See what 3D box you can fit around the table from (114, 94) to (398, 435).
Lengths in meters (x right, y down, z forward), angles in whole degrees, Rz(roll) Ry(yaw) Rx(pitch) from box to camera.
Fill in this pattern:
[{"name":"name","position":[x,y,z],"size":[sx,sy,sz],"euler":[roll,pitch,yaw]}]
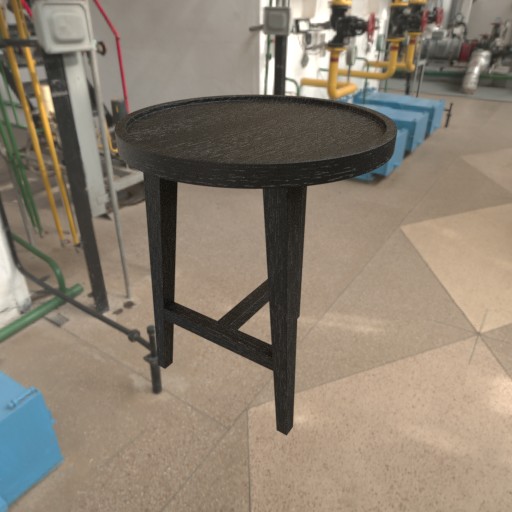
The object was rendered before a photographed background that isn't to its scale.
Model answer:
[{"name":"table","position":[0.000,0.000,0.762],"size":[0.399,0.460,0.399],"euler":[0,30,0]}]
